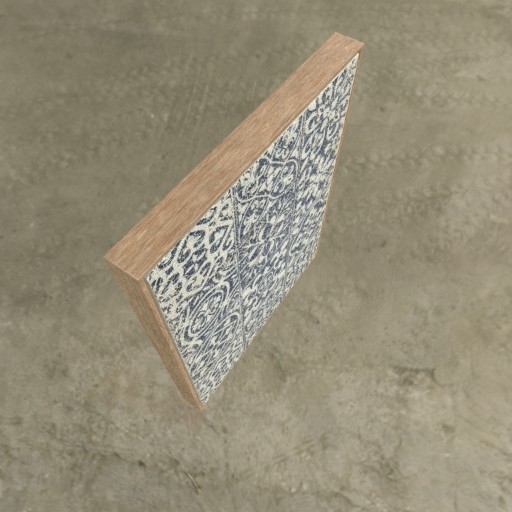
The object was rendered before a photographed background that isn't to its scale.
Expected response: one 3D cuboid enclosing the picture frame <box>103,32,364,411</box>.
[{"bbox_3d":[0.000,0.000,0.713,0.043,0.526,0.424,31,63,17],"label":"picture frame"}]
